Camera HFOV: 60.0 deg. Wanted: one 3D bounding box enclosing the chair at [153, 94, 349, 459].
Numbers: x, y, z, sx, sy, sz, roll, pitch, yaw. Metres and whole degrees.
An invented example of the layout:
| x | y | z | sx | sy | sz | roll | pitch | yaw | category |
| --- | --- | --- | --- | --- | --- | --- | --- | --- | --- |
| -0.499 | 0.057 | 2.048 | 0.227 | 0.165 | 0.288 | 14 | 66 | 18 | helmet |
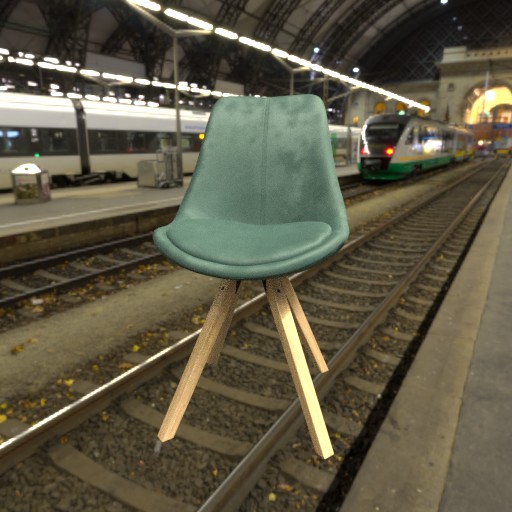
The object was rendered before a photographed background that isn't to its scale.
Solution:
| x | y | z | sx | sy | sz | roll | pitch | yaw | category |
| --- | --- | --- | --- | --- | --- | --- | --- | --- | --- |
| 0.000 | 0.000 | 1.187 | 0.483 | 0.865 | 0.547 | 2 | 14 | 9 | chair |
